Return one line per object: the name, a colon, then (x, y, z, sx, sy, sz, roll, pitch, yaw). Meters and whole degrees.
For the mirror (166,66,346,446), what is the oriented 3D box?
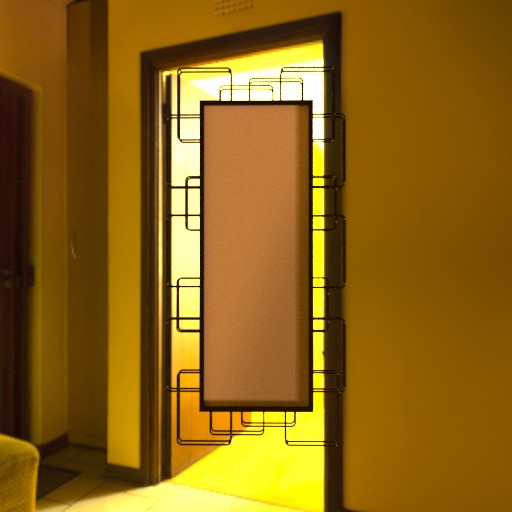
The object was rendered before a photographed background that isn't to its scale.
mirror: (0.000, 0.000, 1.410, 0.565, 1.192, 0.037, 0, 0, 1)
